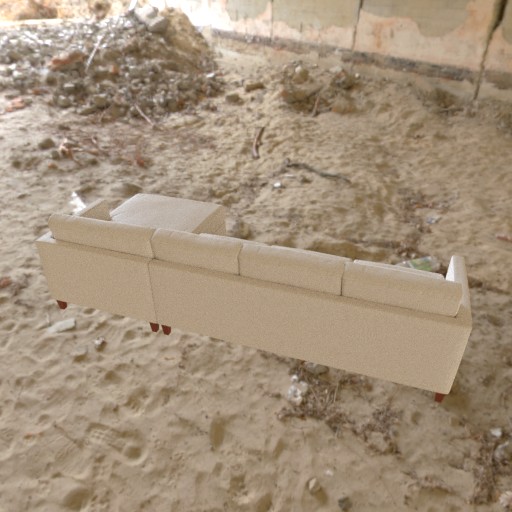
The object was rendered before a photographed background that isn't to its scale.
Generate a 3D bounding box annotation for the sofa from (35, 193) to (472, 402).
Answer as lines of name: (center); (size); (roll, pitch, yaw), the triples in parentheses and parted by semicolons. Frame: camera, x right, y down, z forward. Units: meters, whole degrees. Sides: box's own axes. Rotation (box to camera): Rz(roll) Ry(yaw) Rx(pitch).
sofa: (0.000, 0.000, 4.056); (3.471, 0.954, 1.606); (10, 34, 16)
